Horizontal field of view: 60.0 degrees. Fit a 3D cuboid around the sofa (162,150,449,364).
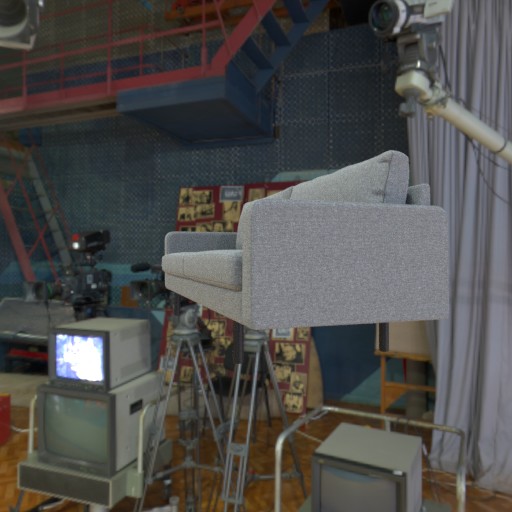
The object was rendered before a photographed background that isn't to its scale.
[{"bbox_3d":[0.000,0.000,2.662,0.880,0.880,2.200,0,0,-19],"label":"sofa"}]
